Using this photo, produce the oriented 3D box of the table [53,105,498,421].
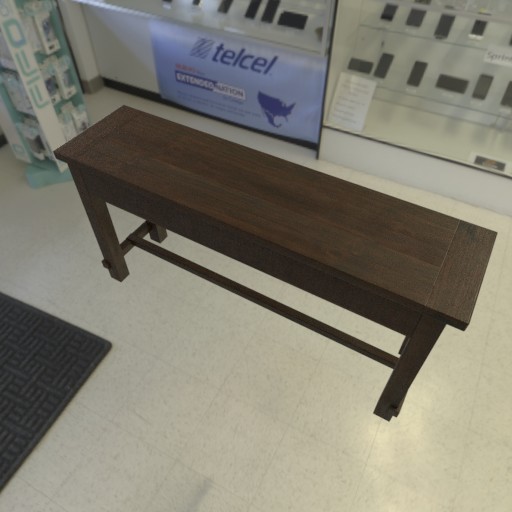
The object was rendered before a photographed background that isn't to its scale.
[{"bbox_3d":[0.000,0.000,1.881,1.599,0.762,0.442,23,52,20],"label":"table"}]
